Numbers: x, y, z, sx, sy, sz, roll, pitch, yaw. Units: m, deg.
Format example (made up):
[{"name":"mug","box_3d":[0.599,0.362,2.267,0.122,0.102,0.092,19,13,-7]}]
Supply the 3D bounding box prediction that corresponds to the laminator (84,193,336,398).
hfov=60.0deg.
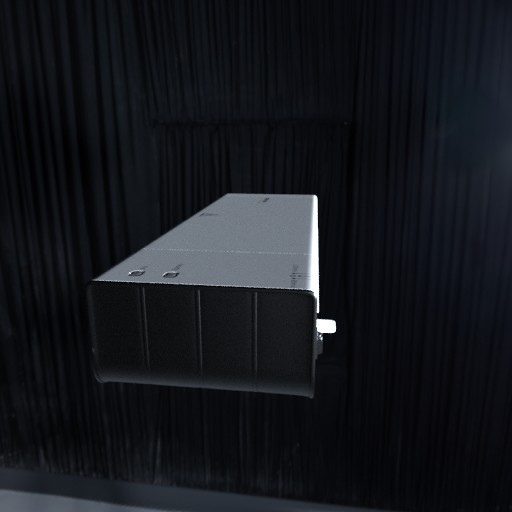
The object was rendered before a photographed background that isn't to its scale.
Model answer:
[{"name":"laminator","box_3d":[0.000,0.000,0.375,0.123,0.062,0.340,2,15,7]}]
